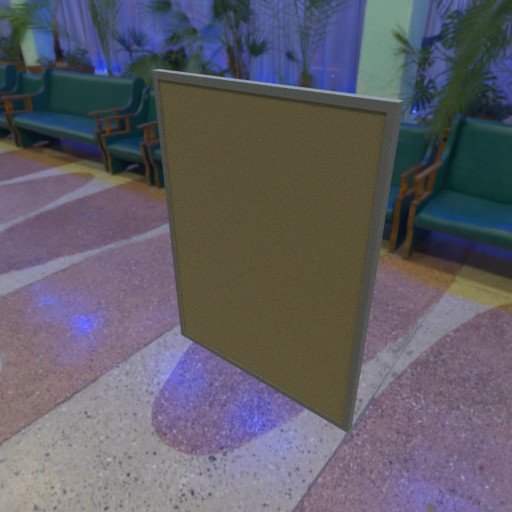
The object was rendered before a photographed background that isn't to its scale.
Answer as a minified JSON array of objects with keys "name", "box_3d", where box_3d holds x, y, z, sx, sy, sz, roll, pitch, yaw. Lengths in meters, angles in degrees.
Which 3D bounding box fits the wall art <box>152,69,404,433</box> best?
[{"name":"wall art","box_3d":[0.000,0.000,1.413,0.789,1.042,0.034,22,36,33]}]
